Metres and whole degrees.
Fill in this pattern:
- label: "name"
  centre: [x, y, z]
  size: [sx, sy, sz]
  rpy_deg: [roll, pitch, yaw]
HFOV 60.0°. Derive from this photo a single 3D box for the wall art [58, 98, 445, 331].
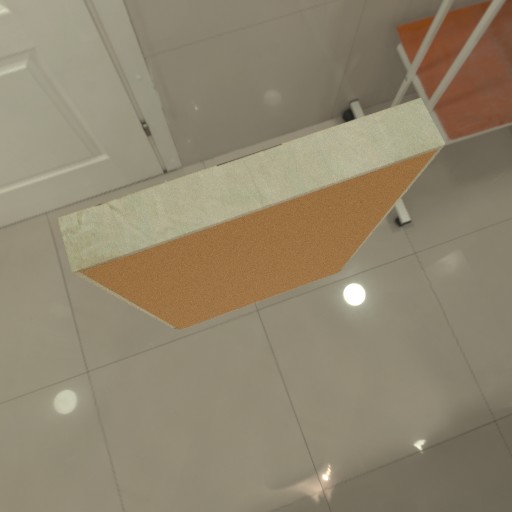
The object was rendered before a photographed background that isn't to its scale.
- label: "wall art"
  centre: [0.000, 0.000, 0.471]
  size: [0.254, 0.381, 0.038]
  rpy_deg: [-19, 76, -5]
